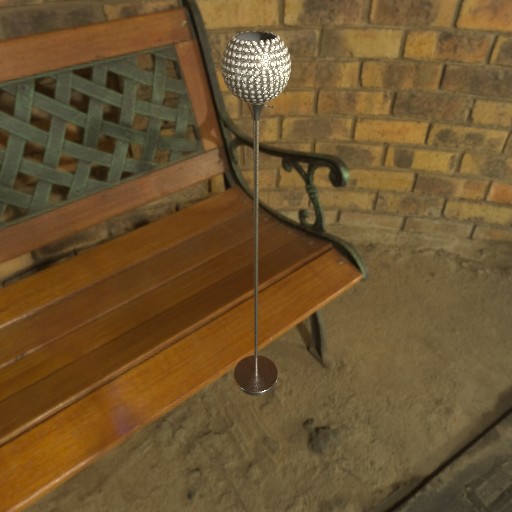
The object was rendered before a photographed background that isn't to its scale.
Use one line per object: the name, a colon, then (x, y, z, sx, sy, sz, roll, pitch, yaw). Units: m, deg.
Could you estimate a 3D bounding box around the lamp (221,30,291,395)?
lamp: (0.000, 0.000, 1.968, 0.254, 1.805, 0.254, 0, 40, 0)
